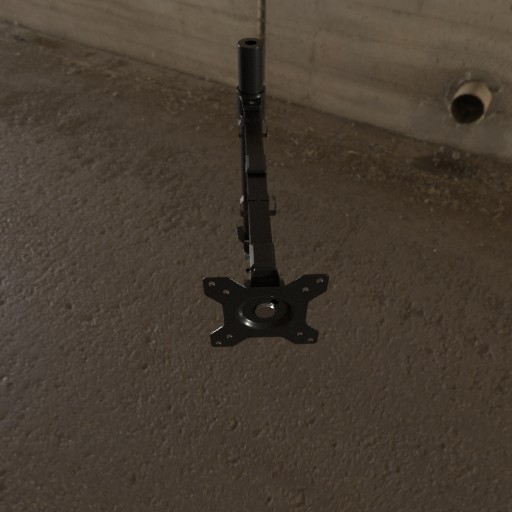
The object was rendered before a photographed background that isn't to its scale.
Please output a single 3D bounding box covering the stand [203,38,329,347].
[{"bbox_3d":[0.000,0.000,0.709,0.115,0.510,0.456,-2,47,-2],"label":"stand"}]
